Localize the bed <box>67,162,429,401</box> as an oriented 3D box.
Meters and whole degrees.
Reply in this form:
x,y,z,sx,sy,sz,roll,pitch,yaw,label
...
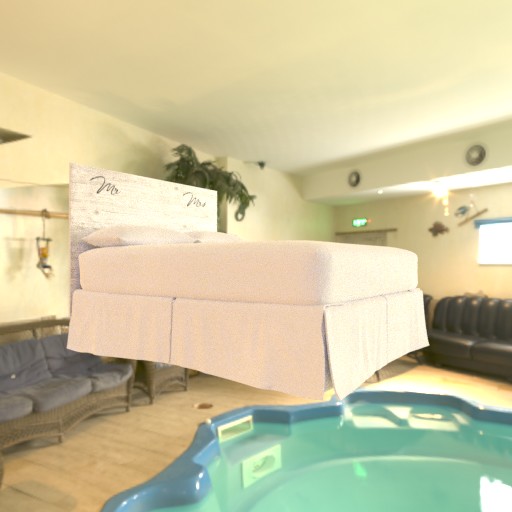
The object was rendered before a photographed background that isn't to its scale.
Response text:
x,y,z,sx,sy,sz,roll,pitch,yaw,label
0.000,0.000,3.249,2.094,1.335,1.745,0,-1,36,bed
